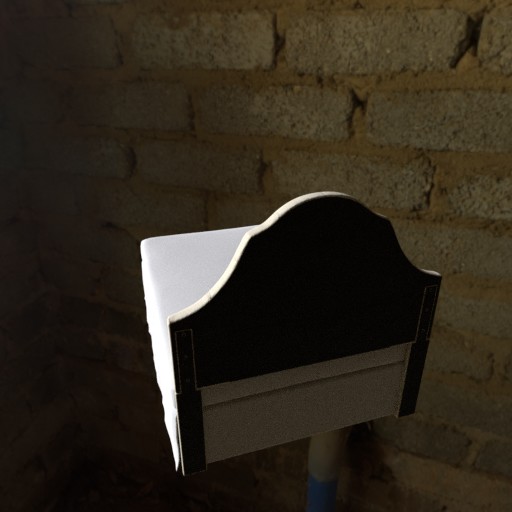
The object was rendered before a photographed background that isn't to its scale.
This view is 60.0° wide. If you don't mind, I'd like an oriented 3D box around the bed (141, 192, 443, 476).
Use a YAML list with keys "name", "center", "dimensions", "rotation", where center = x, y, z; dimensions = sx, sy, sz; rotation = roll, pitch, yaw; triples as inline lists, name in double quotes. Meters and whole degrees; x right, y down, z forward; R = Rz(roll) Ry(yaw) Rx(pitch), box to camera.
- name: "bed"
  center: [0.000, 0.000, 3.260]
  dimensions: [1.627, 1.575, 2.092]
  rotation: [-8, 27, -16]
